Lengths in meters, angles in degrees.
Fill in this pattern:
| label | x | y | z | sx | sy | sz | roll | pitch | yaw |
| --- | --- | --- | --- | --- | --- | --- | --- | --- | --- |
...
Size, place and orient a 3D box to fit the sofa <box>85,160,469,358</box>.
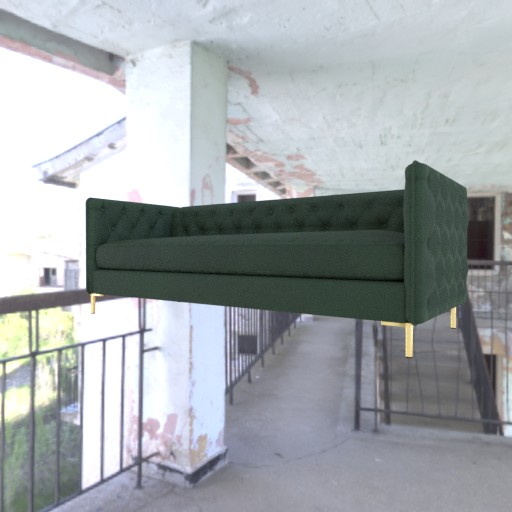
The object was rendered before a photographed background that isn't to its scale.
| label | x | y | z | sx | sy | sz | roll | pitch | yaw |
| --- | --- | --- | --- | --- | --- | --- | --- | --- | --- |
| sofa | 0.000 | 0.000 | 2.651 | 2.209 | 0.771 | 0.895 | 1 | 1 | 36 |
